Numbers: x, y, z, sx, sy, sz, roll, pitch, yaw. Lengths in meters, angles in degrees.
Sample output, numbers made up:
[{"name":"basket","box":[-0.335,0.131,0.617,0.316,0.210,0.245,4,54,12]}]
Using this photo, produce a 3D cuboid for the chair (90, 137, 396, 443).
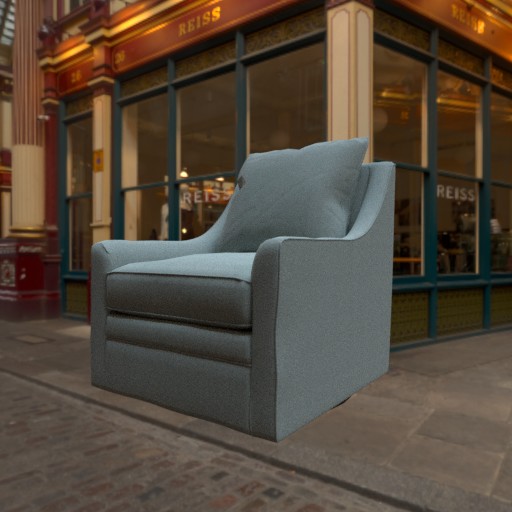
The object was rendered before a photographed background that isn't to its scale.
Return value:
[{"name":"chair","box":[0.000,0.000,1.605,0.760,0.926,0.870,1,1,36]}]
